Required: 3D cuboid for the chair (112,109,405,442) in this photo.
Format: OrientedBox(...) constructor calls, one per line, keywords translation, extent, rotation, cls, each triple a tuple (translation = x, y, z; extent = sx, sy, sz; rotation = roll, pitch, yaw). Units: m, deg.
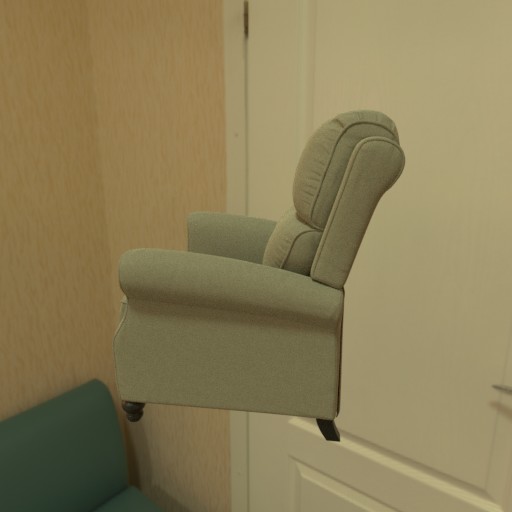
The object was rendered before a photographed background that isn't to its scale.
OrientedBox(translation=(0.000, 0.000, 1.710), extent=(0.919, 1.046, 0.859), rotation=(2, 15, 8), cls="chair")
